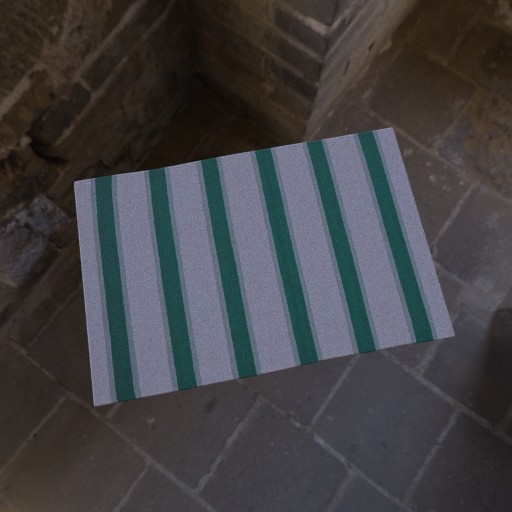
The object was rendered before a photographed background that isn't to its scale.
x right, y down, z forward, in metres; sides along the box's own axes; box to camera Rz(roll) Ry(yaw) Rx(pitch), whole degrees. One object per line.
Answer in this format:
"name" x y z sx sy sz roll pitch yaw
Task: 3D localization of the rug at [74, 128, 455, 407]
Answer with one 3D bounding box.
"rug" 0.000 0.000 2.357 1.829 0.012 1.210 -10 75 -3
